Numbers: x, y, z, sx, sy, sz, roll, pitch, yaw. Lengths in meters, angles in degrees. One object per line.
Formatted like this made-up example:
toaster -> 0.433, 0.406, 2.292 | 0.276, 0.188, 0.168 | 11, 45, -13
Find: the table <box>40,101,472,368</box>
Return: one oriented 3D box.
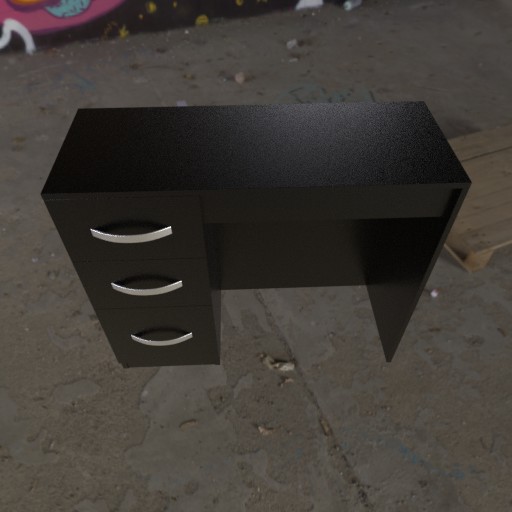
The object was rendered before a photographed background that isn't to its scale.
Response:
table -> 0.000, 0.000, 1.355 | 0.930, 0.790, 0.380 | -2, 48, -2
